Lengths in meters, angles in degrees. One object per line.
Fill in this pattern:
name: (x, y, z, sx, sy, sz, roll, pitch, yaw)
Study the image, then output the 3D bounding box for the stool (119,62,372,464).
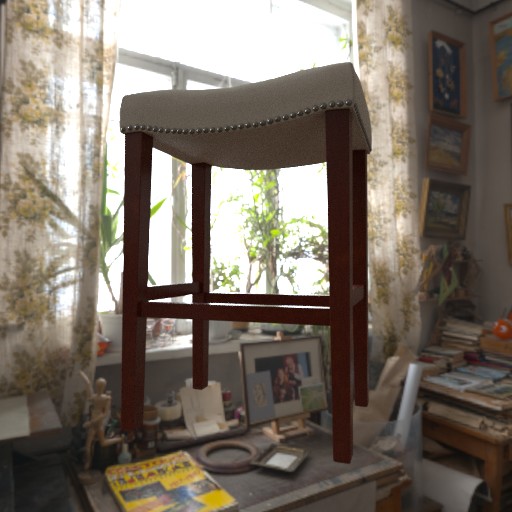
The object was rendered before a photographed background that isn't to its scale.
stool: (0.000, 0.000, 1.034, 0.504, 0.742, 0.372, 0, -1, 19)
